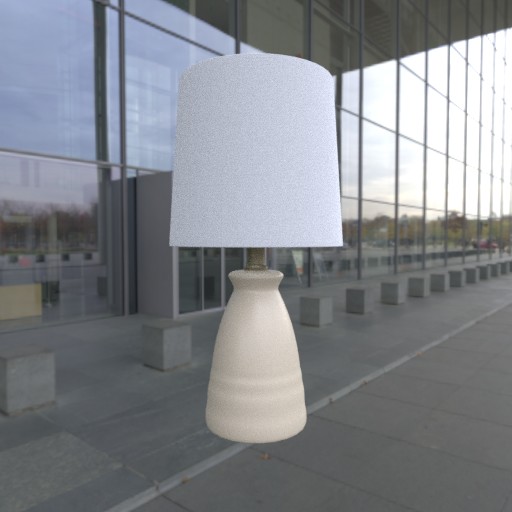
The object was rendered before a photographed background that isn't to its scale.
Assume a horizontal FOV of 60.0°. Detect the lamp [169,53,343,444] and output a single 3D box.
[{"bbox_3d":[0.000,0.000,0.485,0.186,0.369,0.186,0,2,0],"label":"lamp"}]
